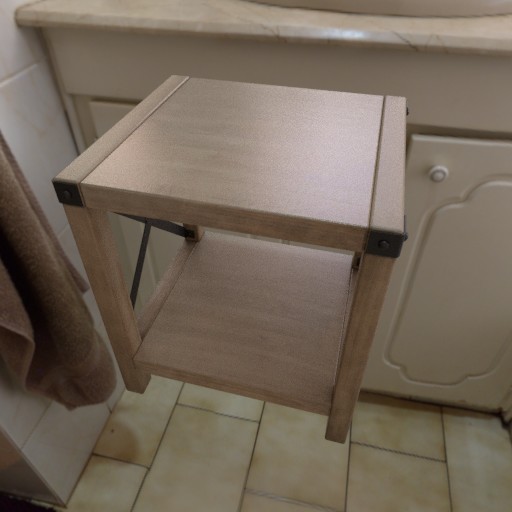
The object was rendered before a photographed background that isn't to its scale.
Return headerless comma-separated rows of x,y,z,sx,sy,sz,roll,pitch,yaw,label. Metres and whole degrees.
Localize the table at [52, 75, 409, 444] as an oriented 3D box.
0.000,0.000,0.935,0.510,0.561,0.459,10,42,11,table
